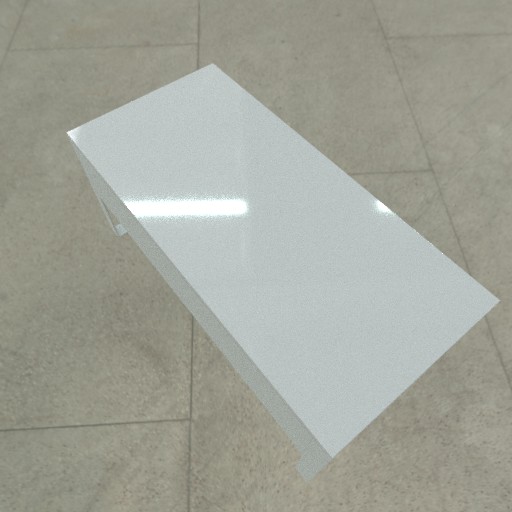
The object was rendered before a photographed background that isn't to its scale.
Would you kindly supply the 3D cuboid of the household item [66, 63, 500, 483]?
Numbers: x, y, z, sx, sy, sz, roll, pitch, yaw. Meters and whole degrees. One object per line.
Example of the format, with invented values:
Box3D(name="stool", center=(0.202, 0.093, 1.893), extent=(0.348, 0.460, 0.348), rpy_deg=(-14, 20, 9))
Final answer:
Box3D(name="household item", center=(0.000, 0.000, 2.065), extent=(0.800, 0.745, 1.700), rpy_deg=(-34, 64, -19))
